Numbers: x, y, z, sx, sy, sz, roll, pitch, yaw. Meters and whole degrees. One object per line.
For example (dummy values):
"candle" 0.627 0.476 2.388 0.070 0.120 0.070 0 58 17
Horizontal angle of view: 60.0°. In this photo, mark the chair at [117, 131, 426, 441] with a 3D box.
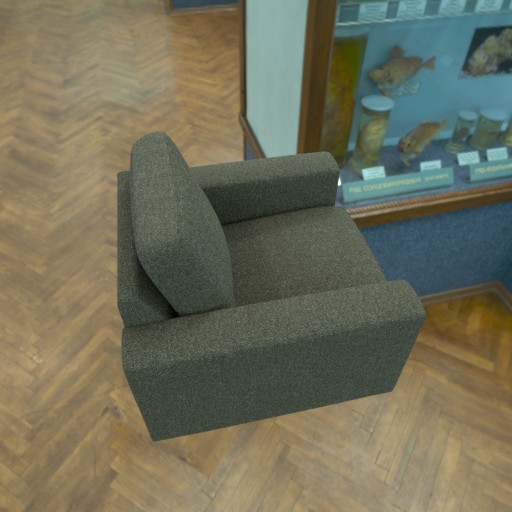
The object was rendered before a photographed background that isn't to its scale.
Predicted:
"chair" 0.000 0.000 1.795 1.016 0.873 1.005 -9 46 -9
